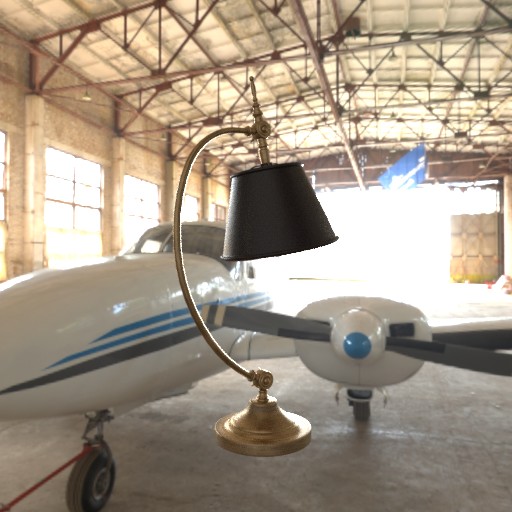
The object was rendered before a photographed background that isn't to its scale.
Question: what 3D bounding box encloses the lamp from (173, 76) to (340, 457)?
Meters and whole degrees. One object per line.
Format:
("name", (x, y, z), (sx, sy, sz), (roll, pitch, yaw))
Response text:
("lamp", (0.000, 0.000, 0.833), (0.344, 0.675, 0.235), (1, -1, -37))
